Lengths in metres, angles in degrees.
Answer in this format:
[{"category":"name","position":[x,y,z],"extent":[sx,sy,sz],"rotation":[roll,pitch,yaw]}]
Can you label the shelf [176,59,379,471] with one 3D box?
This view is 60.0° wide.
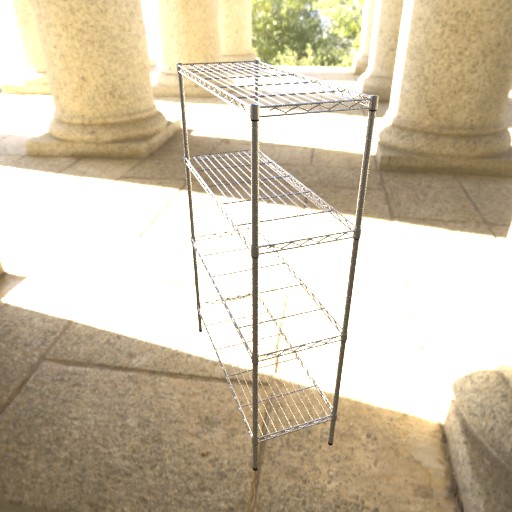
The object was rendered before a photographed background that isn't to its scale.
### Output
[{"category":"shelf","position":[0.000,0.000,1.789],"extent":[0.352,1.360,0.907],"rotation":[-10,31,-17]}]
